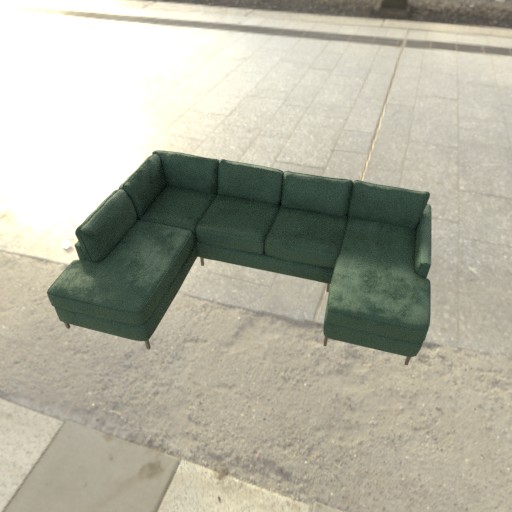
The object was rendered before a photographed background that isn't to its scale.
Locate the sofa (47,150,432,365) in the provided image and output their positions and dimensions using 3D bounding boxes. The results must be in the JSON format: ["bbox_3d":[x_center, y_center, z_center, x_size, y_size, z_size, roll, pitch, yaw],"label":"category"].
[{"bbox_3d":[0.000,0.000,3.979,2.994,0.861,1.992,11,43,12],"label":"sofa"}]
